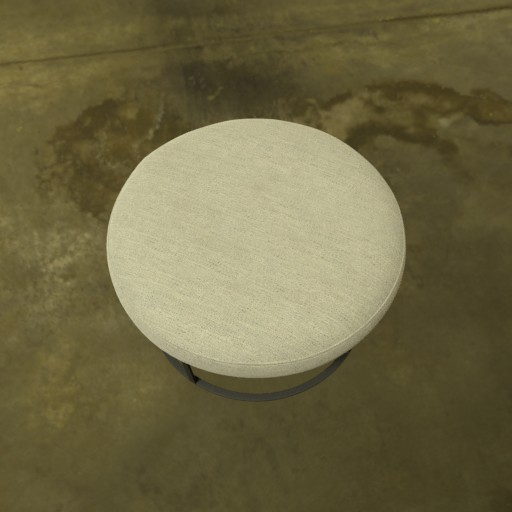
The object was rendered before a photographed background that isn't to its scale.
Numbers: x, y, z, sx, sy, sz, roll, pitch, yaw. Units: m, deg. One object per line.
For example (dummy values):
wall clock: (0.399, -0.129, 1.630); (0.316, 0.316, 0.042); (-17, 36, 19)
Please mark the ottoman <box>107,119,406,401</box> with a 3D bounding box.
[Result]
ottoman: (0.000, 0.000, 1.271); (0.769, 0.459, 0.769); (0, 59, 0)
